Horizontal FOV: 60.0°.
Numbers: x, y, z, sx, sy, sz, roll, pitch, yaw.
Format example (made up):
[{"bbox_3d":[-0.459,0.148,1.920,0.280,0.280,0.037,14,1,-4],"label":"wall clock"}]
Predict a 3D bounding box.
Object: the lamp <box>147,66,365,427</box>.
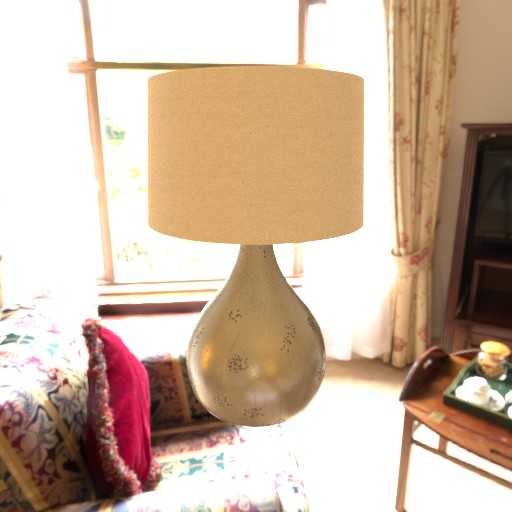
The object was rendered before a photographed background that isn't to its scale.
[{"bbox_3d":[0.000,0.000,0.709,0.330,0.521,0.330,0,15,0],"label":"lamp"}]
